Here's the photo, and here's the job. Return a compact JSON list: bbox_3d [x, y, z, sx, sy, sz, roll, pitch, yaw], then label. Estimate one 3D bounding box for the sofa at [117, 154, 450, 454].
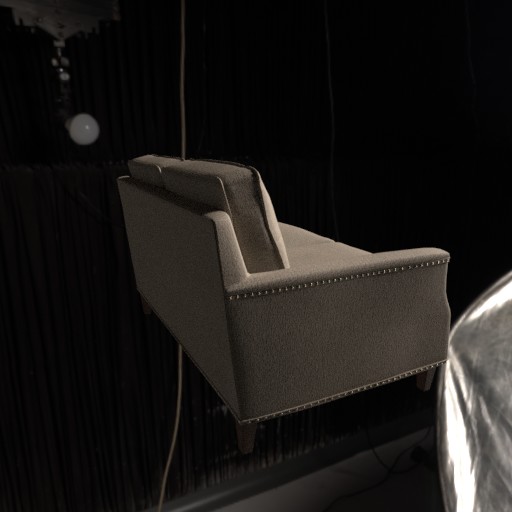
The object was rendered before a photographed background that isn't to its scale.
[{"bbox_3d":[0.000,0.000,2.262,1.084,1.003,1.597,-8,17,-26],"label":"sofa"}]
